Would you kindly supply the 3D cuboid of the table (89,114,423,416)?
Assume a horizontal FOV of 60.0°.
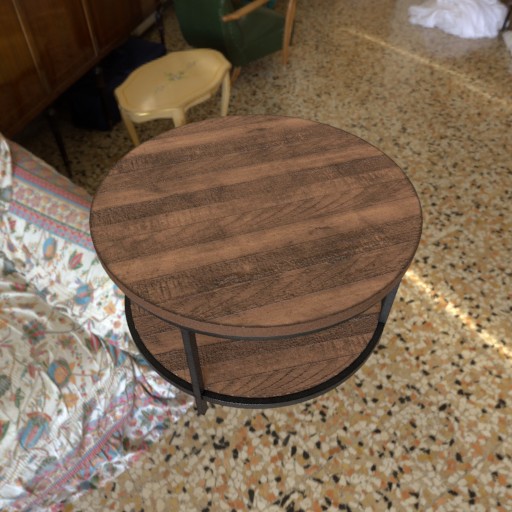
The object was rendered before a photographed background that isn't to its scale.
[{"bbox_3d":[0.000,0.000,1.314,0.837,0.462,0.837,0,46,0],"label":"table"}]
